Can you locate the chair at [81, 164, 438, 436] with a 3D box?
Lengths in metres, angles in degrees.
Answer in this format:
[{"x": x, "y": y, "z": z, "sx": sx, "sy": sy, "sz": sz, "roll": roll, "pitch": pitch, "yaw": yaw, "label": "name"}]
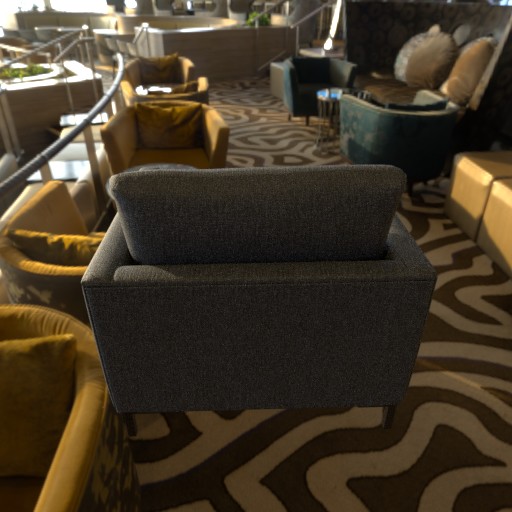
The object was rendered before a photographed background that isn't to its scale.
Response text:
[{"x": 0.000, "y": 0.000, "z": 1.605, "sx": 0.963, "sy": 0.861, "sz": 0.866, "roll": -1, "pitch": 31, "yaw": -2, "label": "chair"}]
